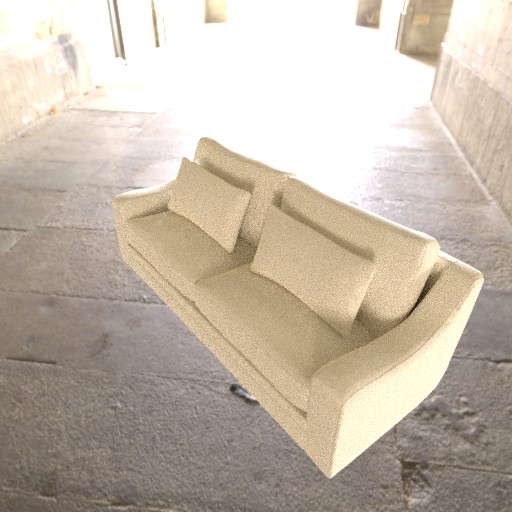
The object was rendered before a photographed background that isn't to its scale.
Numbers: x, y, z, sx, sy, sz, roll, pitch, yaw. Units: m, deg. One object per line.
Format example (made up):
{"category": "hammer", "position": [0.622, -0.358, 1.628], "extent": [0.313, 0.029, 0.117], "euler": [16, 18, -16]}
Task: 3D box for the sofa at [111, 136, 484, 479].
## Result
{"category": "sofa", "position": [0.000, 0.000, 2.941], "extent": [1.009, 1.022, 2.470], "euler": [-23, 40, -31]}
